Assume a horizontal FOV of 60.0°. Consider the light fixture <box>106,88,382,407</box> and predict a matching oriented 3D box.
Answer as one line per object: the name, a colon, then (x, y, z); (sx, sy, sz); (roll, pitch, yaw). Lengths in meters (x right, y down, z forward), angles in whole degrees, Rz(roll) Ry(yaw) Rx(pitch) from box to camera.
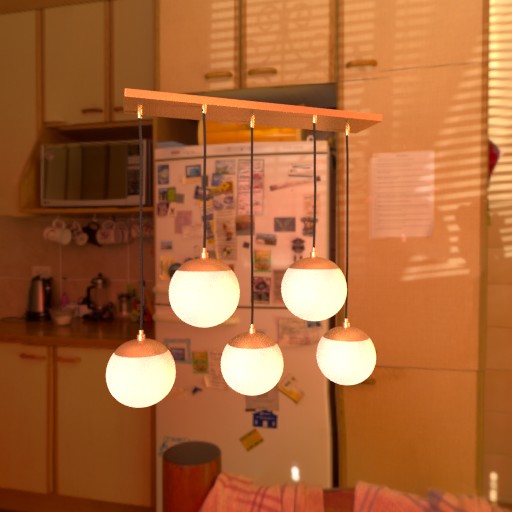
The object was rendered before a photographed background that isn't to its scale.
light fixture: (0.000, 0.000, 1.335); (0.863, 0.869, 0.299); (0, 1, -18)
